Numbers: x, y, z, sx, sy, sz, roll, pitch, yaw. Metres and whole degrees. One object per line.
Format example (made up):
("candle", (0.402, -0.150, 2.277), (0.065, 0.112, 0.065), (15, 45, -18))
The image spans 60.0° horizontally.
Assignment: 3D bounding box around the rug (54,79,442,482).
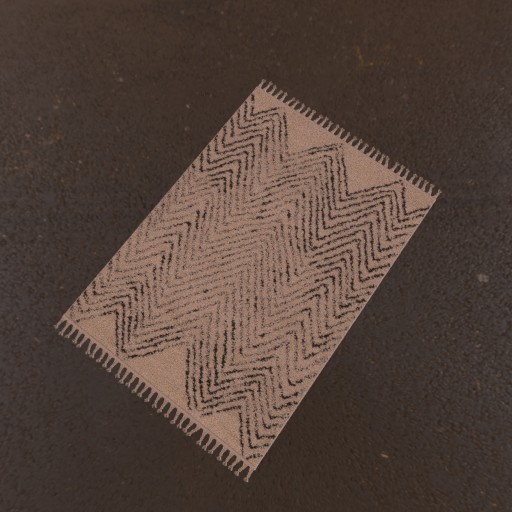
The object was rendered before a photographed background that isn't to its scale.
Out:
("rug", (0.000, 0.000, 2.353), (1.230, 0.014, 1.847), (35, 78, 9))
